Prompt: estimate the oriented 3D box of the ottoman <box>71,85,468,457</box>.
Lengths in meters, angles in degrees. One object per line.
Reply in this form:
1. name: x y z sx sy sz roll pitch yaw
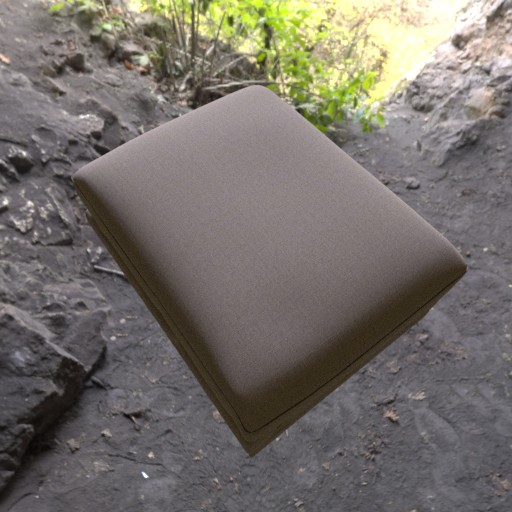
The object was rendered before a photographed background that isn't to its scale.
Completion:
1. ottoman: 0.000 0.000 1.025 0.541 0.463 0.684 -32 63 -18
